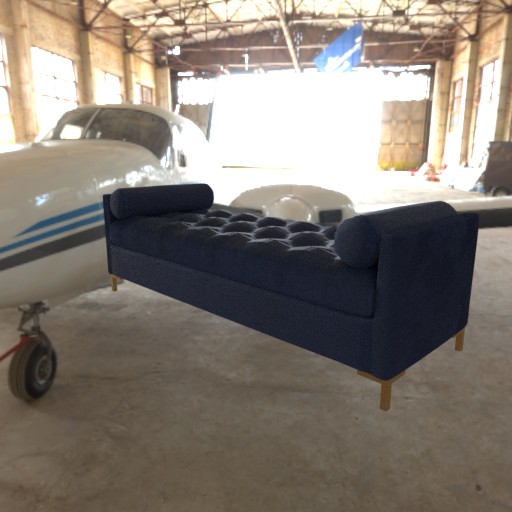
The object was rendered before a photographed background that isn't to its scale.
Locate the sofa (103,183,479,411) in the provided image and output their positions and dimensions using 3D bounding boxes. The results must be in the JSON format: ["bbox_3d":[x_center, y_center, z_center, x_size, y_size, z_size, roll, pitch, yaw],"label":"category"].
[{"bbox_3d":[0.000,0.000,2.495,2.102,0.705,0.796,13,18,43],"label":"sofa"}]
